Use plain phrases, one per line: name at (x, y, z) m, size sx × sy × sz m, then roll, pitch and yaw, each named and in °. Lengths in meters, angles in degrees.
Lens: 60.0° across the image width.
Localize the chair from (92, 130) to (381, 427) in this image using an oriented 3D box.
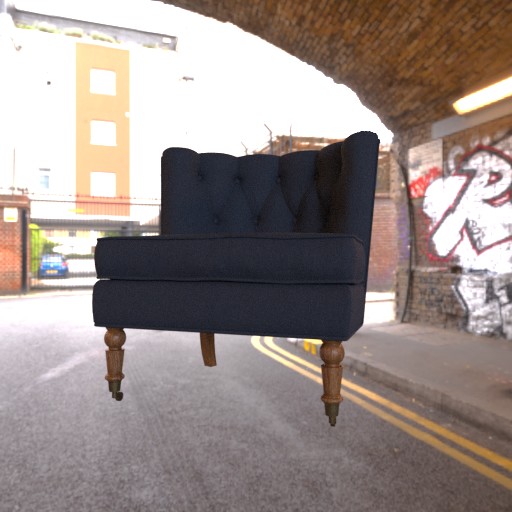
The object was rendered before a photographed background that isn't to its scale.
chair at (0.000, 0.000, 1.377) m, size 0.740 × 0.771 × 0.718 m, roll 0°, pitch 0°, yaw 18°
